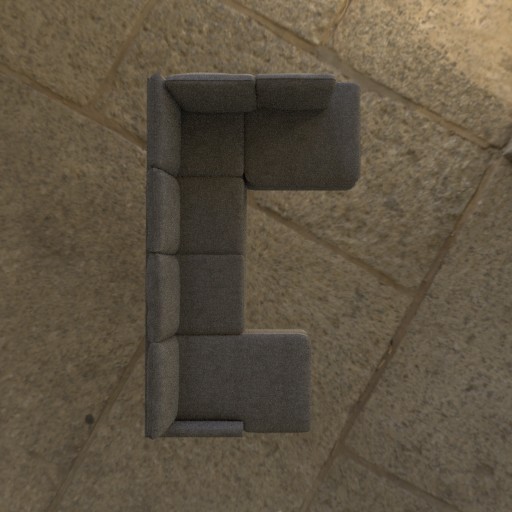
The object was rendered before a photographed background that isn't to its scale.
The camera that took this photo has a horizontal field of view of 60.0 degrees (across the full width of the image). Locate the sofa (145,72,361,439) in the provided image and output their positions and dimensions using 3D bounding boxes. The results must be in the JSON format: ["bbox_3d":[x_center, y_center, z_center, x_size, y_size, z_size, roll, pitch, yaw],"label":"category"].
[{"bbox_3d":[0.000,0.000,4.337,2.048,0.999,3.423,0,89,0],"label":"sofa"}]
